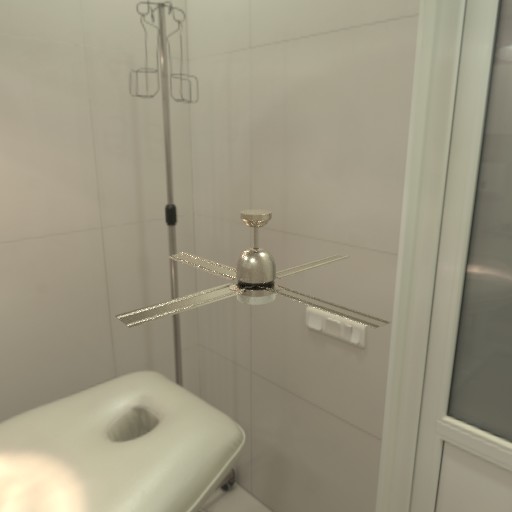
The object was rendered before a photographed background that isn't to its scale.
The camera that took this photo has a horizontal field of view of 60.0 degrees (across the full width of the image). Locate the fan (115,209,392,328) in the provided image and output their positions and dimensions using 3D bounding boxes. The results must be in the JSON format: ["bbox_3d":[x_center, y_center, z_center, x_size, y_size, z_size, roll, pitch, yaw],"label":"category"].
[{"bbox_3d":[0.000,0.000,2.031,1.346,0.406,1.346,-15,21,-43],"label":"fan"}]
